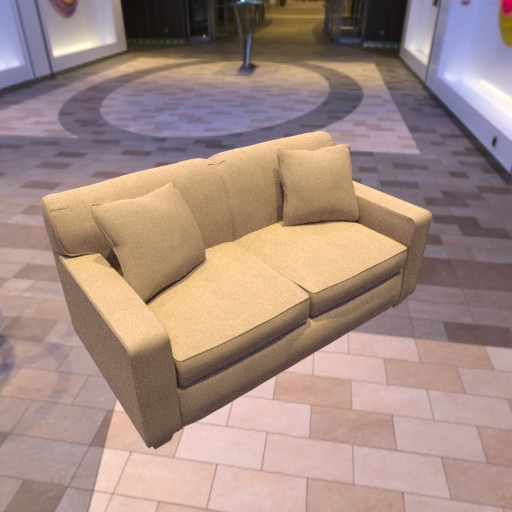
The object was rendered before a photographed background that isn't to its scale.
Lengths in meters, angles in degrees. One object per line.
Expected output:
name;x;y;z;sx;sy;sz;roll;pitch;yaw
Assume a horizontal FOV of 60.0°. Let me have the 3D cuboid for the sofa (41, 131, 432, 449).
sofa;0.000;0.000;2.435;1.846;0.958;0.998;-22;38;-31
